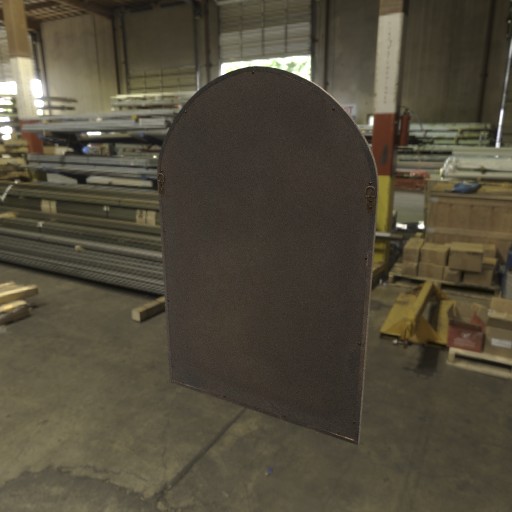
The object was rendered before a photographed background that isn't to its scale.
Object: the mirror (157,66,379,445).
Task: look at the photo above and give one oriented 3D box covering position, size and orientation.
[{"bbox_3d":[0.000,0.000,1.157,0.609,0.915,0.032,9,18,27],"label":"mirror"}]
